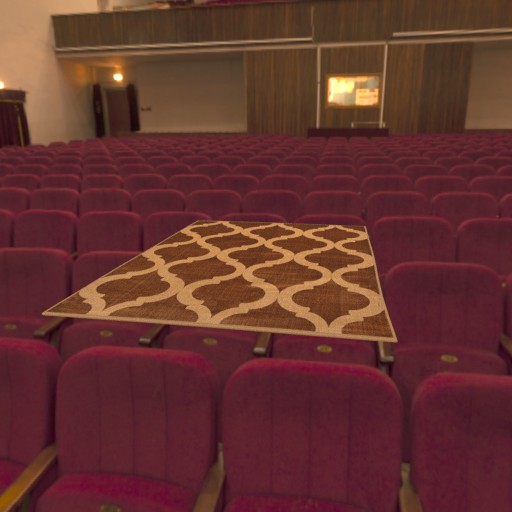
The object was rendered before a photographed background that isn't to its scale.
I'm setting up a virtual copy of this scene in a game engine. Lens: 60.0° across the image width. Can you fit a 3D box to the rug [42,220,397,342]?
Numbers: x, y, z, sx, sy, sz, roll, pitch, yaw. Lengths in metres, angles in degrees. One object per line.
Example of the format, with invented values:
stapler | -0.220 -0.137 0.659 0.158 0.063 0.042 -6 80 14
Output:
rug | 0.000 0.000 2.912 1.526 0.014 2.290 3 15 10
